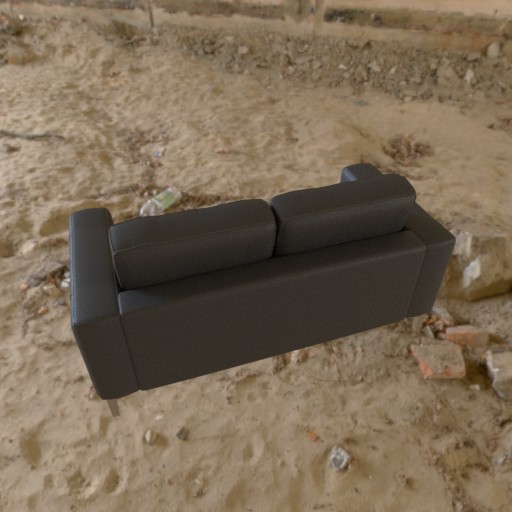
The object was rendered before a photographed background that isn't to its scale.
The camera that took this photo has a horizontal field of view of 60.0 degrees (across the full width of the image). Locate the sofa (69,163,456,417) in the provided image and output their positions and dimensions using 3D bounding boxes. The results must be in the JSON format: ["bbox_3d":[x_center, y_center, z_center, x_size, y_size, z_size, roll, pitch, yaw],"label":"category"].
[{"bbox_3d":[0.000,0.000,2.240,1.726,0.893,0.833,-12,41,-14],"label":"sofa"}]
